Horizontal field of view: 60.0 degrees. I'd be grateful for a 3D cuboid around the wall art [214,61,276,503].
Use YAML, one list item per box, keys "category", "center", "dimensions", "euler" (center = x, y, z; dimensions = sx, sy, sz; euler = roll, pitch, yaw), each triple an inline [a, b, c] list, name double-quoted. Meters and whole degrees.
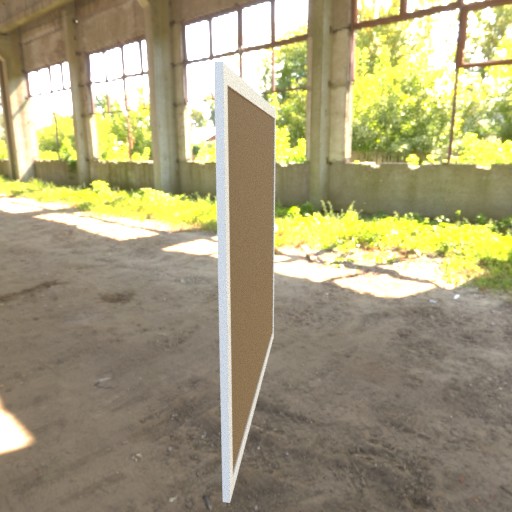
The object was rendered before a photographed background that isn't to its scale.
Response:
- category: "wall art"
  center: [0.000, 0.000, 1.175]
  dimensions: [0.015, 0.812, 0.812]
  euler: [2, 13, 8]
